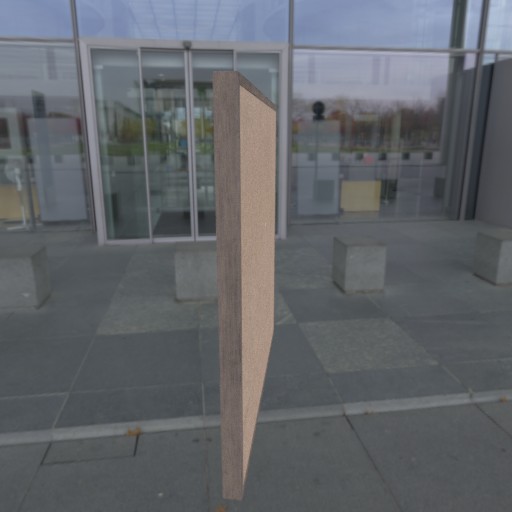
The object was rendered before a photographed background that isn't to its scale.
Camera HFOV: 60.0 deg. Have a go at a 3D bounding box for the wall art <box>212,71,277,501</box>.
[{"bbox_3d":[0.000,0.000,1.112,0.038,0.762,0.762,2,15,7],"label":"wall art"}]
